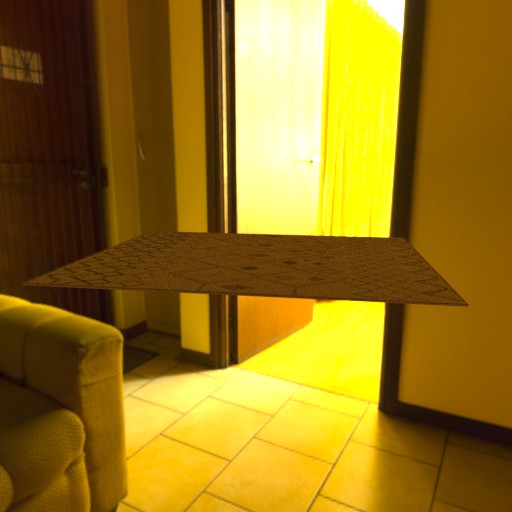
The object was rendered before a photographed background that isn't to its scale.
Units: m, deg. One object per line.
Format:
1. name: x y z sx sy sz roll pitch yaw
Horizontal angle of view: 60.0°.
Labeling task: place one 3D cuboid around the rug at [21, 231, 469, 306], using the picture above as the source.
1. rug: 0.000 0.000 4.136 3.050 0.016 2.441 2 12 9
